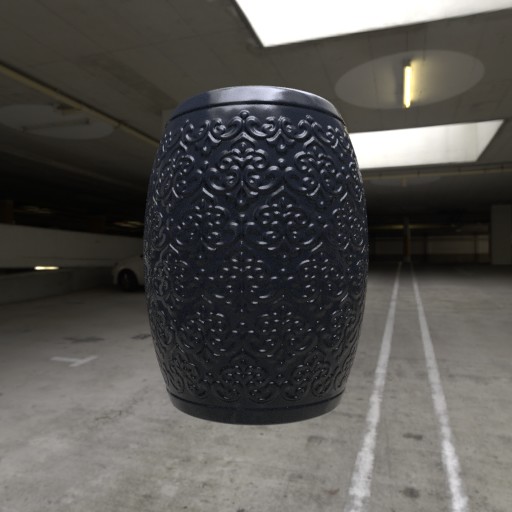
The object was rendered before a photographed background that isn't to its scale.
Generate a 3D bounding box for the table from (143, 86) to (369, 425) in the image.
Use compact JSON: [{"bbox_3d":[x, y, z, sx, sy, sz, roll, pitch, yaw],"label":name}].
[{"bbox_3d":[0.000,0.000,0.627,0.309,0.397,0.309,0,-1,0],"label":"table"}]
